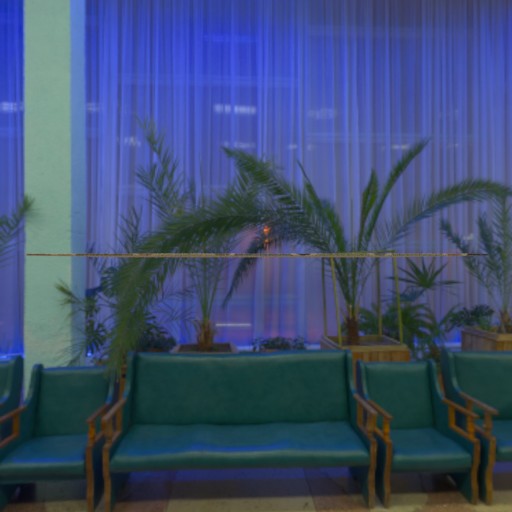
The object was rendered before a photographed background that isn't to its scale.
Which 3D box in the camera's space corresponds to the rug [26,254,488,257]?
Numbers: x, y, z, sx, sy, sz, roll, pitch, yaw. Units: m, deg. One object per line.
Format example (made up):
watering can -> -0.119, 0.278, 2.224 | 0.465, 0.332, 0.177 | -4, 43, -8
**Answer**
rug -> 0.000, 0.000, 4.262 | 3.200, 0.013, 2.439 | 0, 0, -1
